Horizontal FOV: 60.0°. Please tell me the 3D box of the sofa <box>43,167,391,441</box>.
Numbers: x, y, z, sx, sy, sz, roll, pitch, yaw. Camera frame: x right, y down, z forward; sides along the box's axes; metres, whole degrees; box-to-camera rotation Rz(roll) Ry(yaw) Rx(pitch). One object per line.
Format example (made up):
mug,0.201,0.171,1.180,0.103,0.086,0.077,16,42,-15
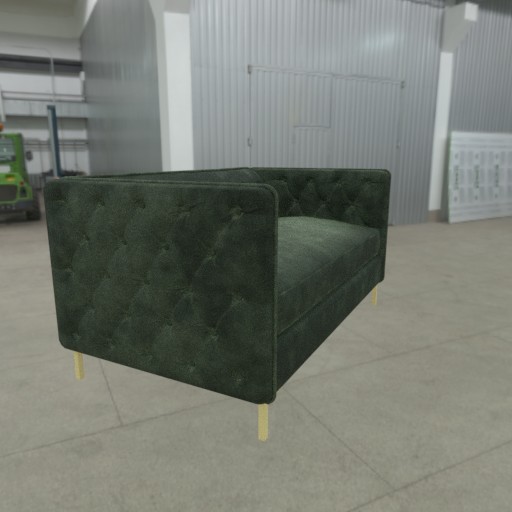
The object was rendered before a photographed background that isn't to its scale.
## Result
sofa,0.000,0.000,2.047,0.895,0.768,1.537,7,14,27
